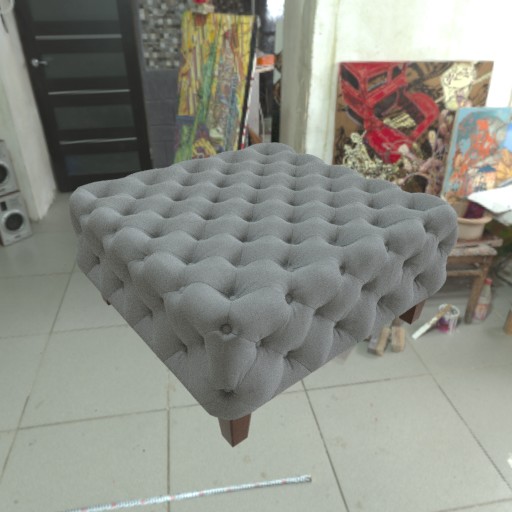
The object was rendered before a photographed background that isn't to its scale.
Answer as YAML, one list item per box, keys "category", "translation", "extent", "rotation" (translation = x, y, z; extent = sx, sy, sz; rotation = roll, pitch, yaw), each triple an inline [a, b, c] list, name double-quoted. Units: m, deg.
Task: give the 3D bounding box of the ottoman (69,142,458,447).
- category: "ottoman"
  translation: [0.000, 0.000, 1.441]
  extent: [0.911, 0.439, 0.917]
  rotation: [-22, 37, -33]
